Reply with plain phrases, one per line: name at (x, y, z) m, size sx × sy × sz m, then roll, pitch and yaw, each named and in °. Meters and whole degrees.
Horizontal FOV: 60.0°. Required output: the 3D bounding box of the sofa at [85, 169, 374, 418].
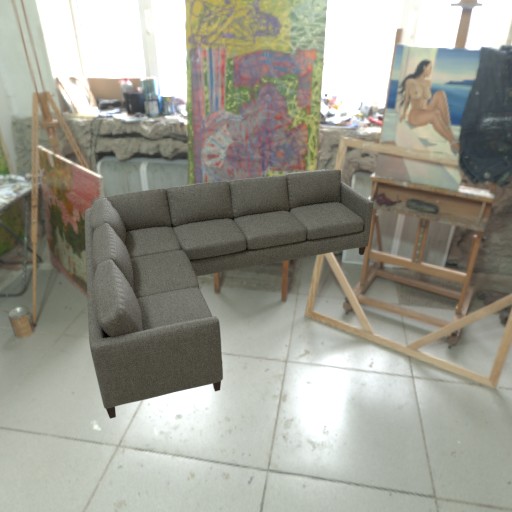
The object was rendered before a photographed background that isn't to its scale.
sofa at (0.000, 0.000, 4.634) m, size 3.302 × 0.947 × 2.593 m, roll -10°, pitch 31°, yaw -17°
